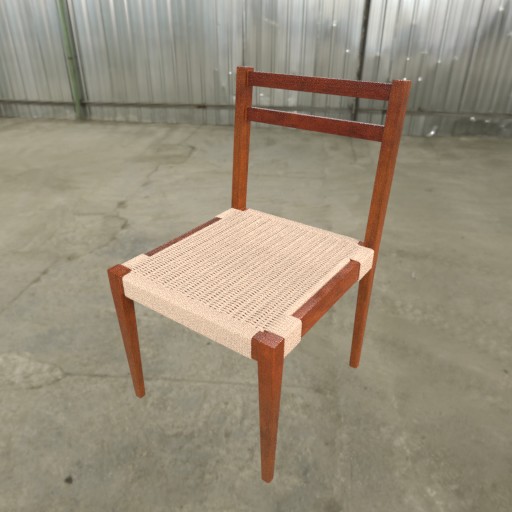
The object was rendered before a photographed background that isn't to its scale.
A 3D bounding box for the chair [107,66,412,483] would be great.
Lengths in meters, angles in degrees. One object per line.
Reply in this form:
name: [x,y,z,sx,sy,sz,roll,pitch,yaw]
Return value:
chair: [0.000,0.000,1.167,0.495,0.851,0.569,19,35,31]
